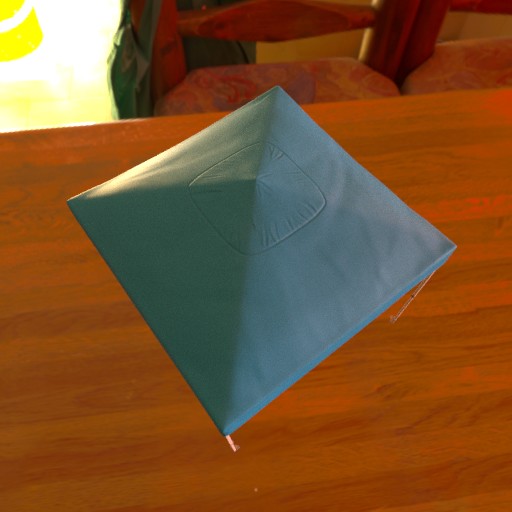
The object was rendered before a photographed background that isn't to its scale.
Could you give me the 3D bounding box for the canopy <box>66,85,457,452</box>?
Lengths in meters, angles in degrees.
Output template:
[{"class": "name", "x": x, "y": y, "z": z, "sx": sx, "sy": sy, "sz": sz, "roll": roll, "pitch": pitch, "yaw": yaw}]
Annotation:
[{"class": "canopy", "x": 0.000, "y": 0.000, "z": 5.366, "sx": 2.998, "sy": 2.997, "sz": 2.996, "roll": -34, "pitch": 67, "yaw": -16}]
